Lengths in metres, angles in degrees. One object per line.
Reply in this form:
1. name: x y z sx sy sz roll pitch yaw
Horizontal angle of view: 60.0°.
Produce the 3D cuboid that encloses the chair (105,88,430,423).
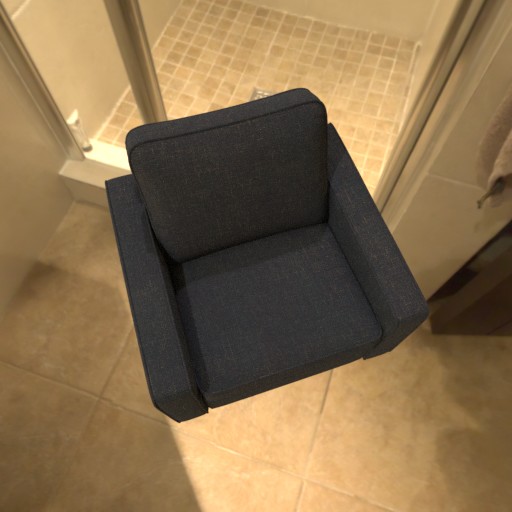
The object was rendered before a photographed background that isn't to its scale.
1. chair: 0.000 0.000 1.752 1.017 0.919 0.940 -16 65 -8
